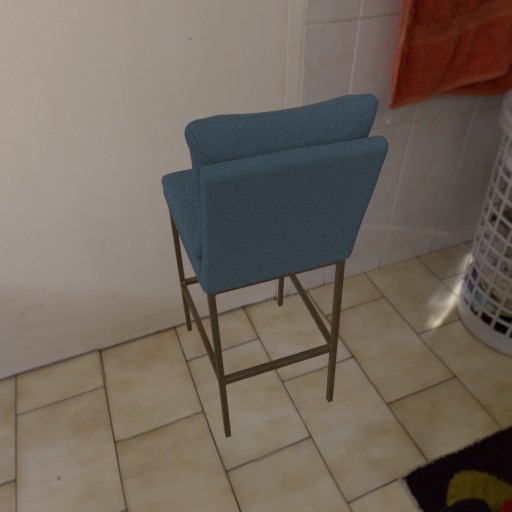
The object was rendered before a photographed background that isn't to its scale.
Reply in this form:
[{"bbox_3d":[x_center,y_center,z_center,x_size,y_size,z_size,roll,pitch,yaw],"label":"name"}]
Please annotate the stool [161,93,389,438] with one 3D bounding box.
[{"bbox_3d":[0.000,0.000,1.431,0.463,1.124,0.568,-13,42,-15],"label":"stool"}]
